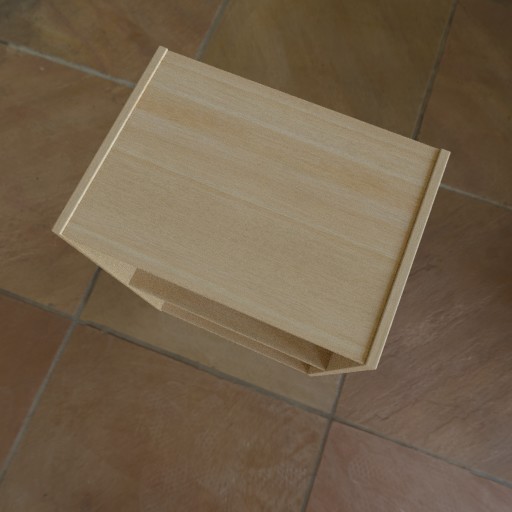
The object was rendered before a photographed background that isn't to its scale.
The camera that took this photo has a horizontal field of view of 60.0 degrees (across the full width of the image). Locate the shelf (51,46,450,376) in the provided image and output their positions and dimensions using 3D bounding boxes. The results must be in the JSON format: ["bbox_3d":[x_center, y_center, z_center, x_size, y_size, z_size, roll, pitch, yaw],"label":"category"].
[{"bbox_3d":[0.000,0.000,0.829,0.414,0.592,0.290,22,75,6],"label":"shelf"}]
